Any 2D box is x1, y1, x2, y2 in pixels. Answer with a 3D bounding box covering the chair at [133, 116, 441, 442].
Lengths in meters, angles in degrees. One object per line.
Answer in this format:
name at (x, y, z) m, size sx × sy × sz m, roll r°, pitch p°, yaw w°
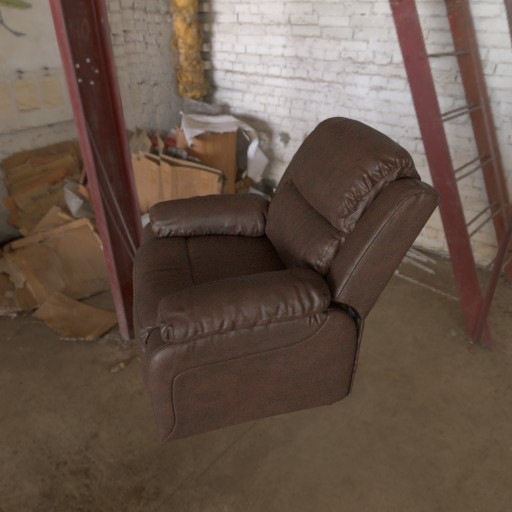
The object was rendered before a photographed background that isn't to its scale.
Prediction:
chair at (0.000, 0.000, 1.265) m, size 0.707 × 0.702 × 0.680 m, roll -7°, pitch 30°, yaw -12°
